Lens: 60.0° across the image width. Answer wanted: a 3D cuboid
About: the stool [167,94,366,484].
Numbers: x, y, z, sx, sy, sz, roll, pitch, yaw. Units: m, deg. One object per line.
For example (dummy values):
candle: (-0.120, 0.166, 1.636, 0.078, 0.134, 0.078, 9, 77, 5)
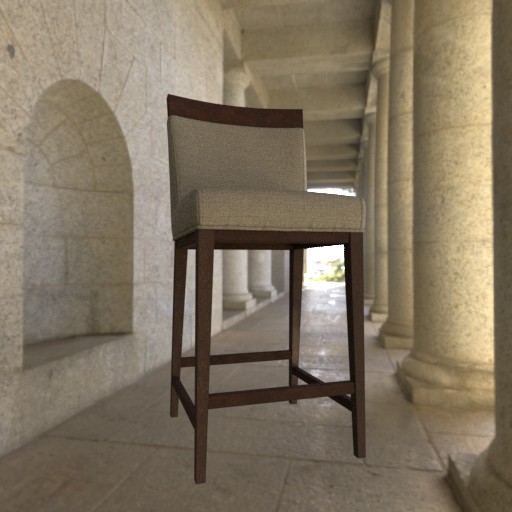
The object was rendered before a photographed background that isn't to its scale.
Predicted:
stool: (0.000, 0.000, 1.404, 0.511, 1.117, 0.531, 0, 0, -18)
